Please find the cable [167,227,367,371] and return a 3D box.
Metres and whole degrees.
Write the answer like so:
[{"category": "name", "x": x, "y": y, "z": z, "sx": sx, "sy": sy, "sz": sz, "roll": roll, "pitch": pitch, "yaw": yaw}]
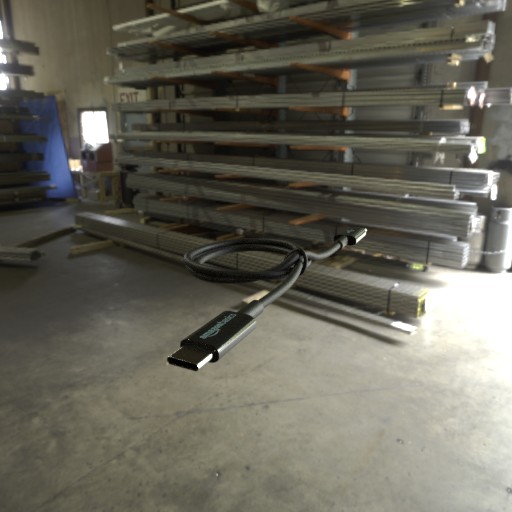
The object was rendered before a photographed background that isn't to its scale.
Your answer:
[{"category": "cable", "x": 0.000, "y": 0.000, "z": 0.226, "sx": 0.070, "sy": 0.014, "sz": 0.203, "roll": 8, "pitch": 18, "yaw": 25}]
